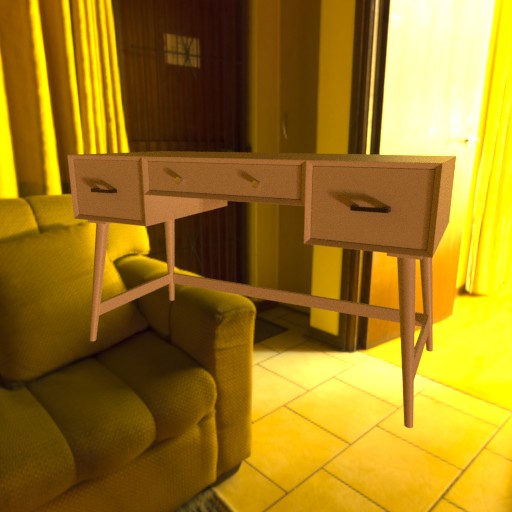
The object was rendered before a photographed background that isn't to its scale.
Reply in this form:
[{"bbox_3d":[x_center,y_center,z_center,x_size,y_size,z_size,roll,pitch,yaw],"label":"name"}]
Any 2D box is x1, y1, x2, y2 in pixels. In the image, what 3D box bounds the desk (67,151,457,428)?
[{"bbox_3d":[0.000,0.000,1.718,1.313,0.762,0.589,7,16,26],"label":"desk"}]
